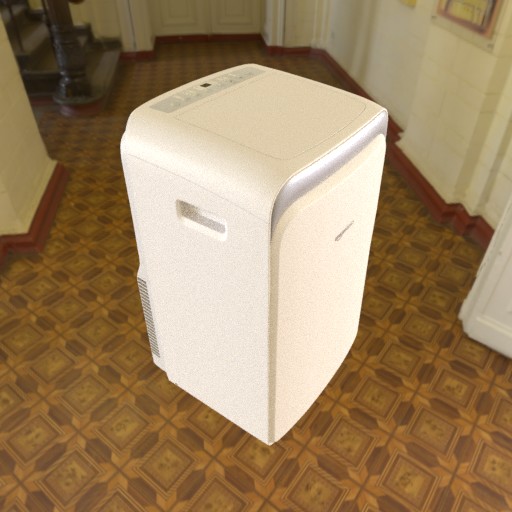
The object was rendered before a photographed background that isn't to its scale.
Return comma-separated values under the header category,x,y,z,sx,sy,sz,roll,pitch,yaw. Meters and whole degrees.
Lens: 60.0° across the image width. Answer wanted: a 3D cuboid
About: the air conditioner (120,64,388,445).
category,x,y,z,sx,sy,sz,roll,pitch,yaw
air conditioner,0.000,0.000,1.075,0.467,0.765,0.478,26,46,28
